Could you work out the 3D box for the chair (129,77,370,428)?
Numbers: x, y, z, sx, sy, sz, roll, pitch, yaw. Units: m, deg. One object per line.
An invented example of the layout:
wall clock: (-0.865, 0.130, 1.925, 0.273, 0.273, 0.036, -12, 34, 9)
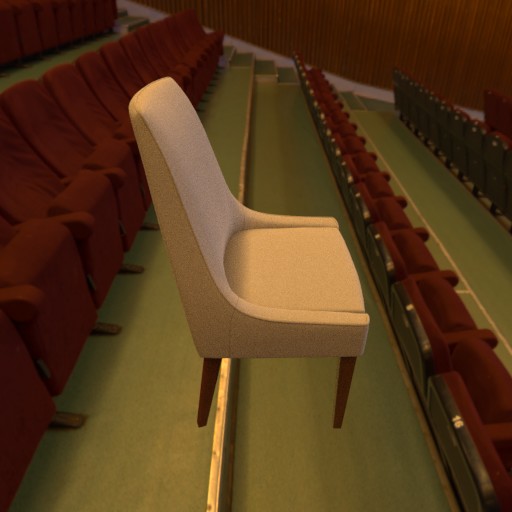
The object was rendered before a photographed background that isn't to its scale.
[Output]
chair: (0.000, 0.000, 1.203, 0.544, 0.861, 0.529, 0, 32, 0)
